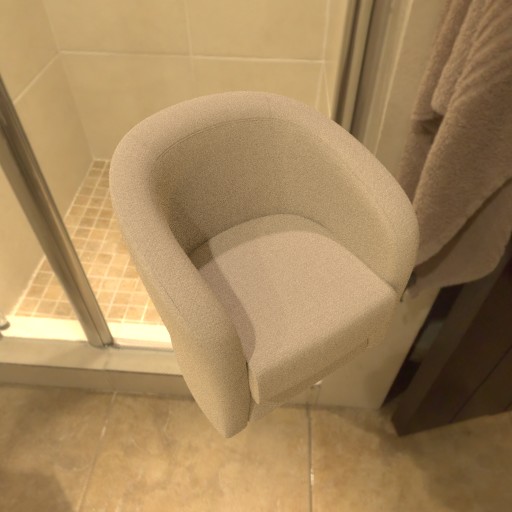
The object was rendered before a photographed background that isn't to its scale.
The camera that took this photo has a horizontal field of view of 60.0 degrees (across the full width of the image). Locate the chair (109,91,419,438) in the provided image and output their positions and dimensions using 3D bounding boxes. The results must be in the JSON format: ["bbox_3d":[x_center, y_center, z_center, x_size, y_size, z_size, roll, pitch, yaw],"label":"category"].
[{"bbox_3d":[0.000,0.000,1.468,0.791,0.771,0.815,-25,52,-22],"label":"chair"}]
